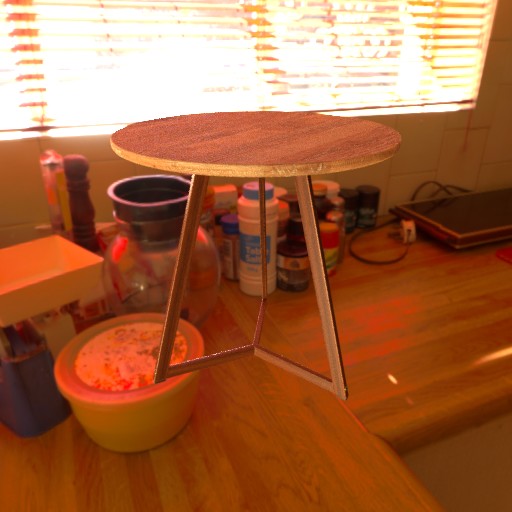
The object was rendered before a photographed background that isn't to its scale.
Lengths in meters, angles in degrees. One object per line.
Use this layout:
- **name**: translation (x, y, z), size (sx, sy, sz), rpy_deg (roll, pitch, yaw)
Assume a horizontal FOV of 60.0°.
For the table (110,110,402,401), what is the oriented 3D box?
- **table**: translation (0.000, 0.000, 0.900), size (0.500, 0.500, 0.500), rpy_deg (0, 26, 0)
